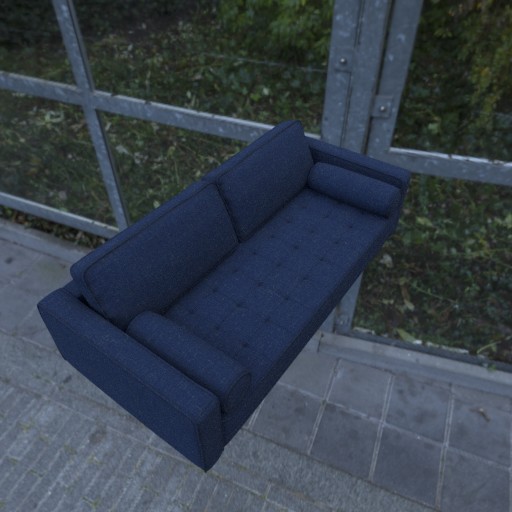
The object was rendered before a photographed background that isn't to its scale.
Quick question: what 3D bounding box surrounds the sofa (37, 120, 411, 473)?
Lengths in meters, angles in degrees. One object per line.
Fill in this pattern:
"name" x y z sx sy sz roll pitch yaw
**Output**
"sofa" 0.000 0.000 2.310 0.914 0.762 1.880 26 49 25
